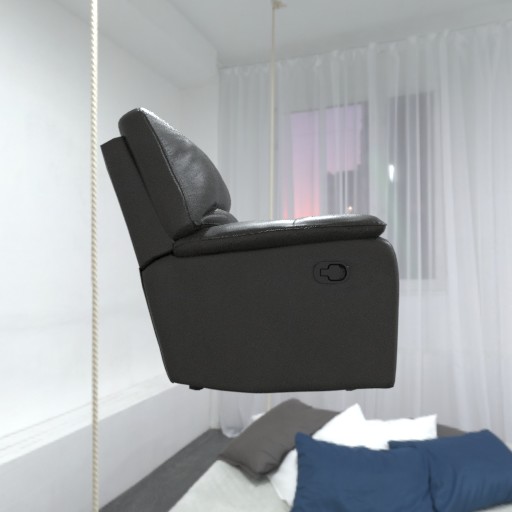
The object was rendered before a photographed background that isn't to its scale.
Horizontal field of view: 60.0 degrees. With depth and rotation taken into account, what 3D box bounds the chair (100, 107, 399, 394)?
[{"bbox_3d":[0.000,0.000,2.038,1.087,1.109,1.096,0,-1,1],"label":"chair"}]
